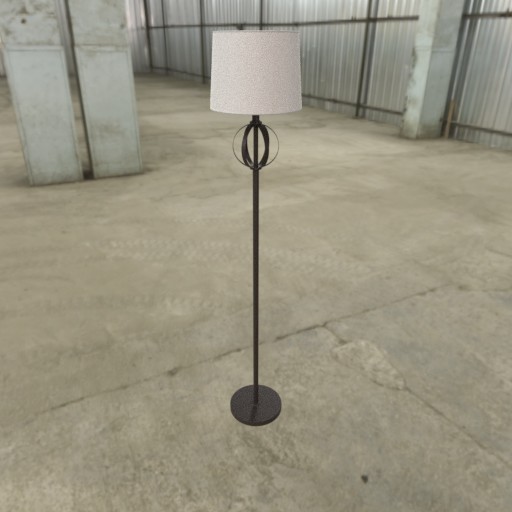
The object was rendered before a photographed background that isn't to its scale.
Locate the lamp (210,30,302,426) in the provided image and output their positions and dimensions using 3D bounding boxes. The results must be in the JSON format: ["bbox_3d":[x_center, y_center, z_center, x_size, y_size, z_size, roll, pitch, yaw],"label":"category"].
[{"bbox_3d":[0.000,0.000,1.617,0.286,1.462,0.286,0,26,0],"label":"lamp"}]
